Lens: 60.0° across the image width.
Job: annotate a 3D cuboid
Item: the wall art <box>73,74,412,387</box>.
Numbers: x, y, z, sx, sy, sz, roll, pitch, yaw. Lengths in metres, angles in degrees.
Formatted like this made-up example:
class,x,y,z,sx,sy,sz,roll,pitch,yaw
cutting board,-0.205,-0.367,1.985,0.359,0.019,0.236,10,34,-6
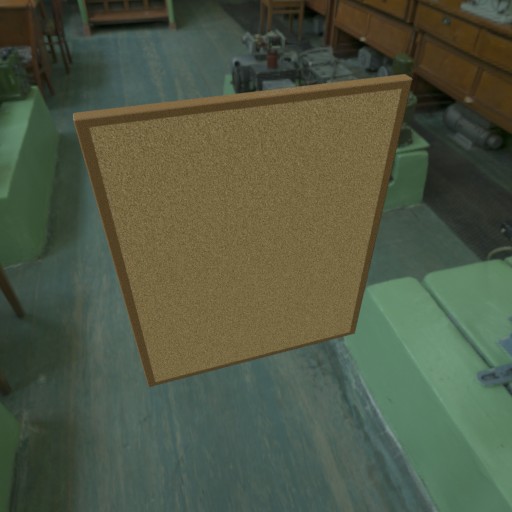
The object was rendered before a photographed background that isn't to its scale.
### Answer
class,x,y,z,sx,sy,sz,roll,pitch,yaw
wall art,0.000,0.000,0.749,0.449,0.550,0.021,-12,42,-13
